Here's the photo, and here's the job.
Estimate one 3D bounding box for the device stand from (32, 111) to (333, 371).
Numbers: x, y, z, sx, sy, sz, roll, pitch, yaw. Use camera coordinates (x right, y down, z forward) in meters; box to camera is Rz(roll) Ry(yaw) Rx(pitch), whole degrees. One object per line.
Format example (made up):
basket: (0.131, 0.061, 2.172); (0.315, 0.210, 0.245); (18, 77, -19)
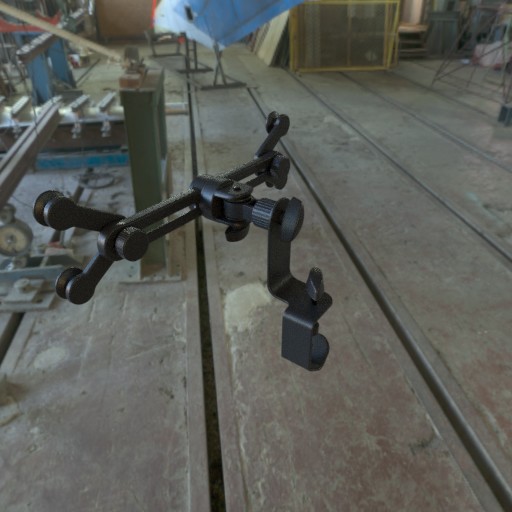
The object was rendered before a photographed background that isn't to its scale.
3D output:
device stand: (0.000, 0.000, 0.366); (0.142, 0.166, 0.270); (21, 38, 30)
